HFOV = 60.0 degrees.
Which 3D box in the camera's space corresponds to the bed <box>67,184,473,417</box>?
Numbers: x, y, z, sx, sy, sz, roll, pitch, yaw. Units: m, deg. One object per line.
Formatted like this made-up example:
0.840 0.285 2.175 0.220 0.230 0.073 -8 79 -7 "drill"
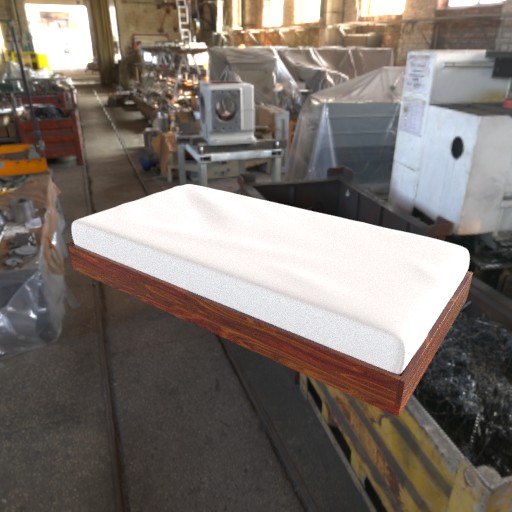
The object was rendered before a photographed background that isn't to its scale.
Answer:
0.000 0.000 2.250 1.860 0.312 0.940 17 30 32 "bed"
